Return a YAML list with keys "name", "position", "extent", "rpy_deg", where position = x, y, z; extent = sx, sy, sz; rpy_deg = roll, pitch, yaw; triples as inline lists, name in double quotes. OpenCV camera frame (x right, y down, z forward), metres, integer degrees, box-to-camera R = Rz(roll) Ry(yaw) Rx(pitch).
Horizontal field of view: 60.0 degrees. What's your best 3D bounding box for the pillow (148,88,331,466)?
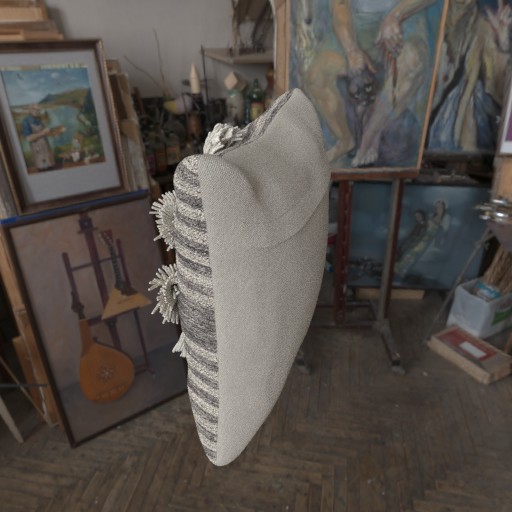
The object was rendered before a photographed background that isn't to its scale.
- name: "pillow"
  position: [0.000, 0.000, 0.771]
  extent: [0.234, 0.490, 0.484]
  rpy_deg: [8, 30, 15]
